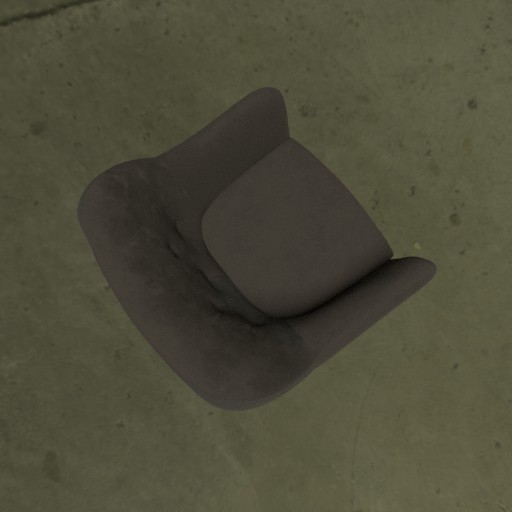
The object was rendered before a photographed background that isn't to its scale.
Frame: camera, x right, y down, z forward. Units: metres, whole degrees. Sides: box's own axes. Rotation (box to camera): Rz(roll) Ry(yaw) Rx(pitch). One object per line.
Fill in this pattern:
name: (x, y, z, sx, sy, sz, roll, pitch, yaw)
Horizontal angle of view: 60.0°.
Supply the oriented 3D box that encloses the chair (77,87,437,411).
chair: (0.000, 0.000, 1.534, 0.819, 0.807, 0.840, -36, 78, -9)
